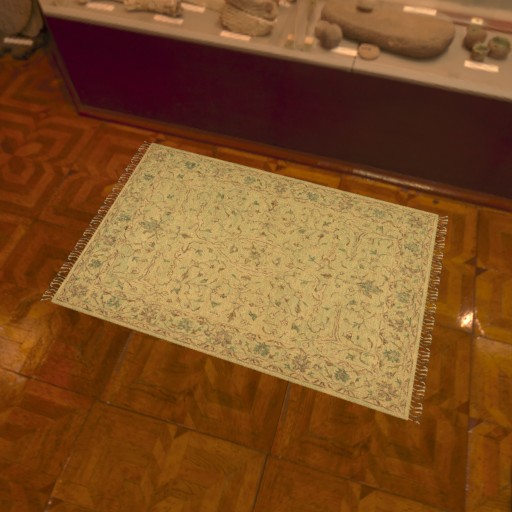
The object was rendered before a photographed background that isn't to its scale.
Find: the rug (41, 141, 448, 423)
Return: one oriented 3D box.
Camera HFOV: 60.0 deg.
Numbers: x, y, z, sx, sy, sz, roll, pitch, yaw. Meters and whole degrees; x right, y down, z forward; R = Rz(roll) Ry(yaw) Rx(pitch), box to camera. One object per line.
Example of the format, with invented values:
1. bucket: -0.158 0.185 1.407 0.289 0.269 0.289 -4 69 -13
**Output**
1. rug: 0.000 0.000 3.042 2.435 0.010 1.544 16 60 10
